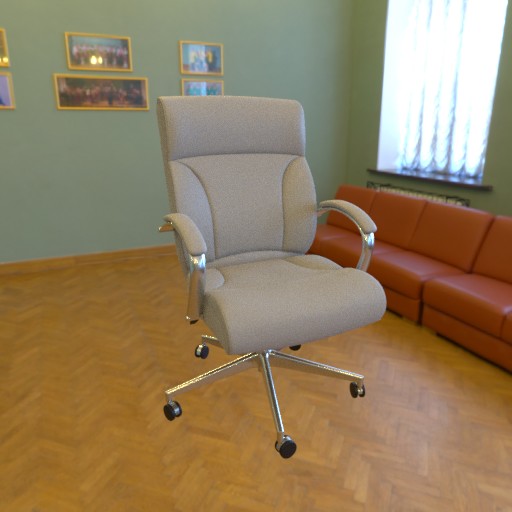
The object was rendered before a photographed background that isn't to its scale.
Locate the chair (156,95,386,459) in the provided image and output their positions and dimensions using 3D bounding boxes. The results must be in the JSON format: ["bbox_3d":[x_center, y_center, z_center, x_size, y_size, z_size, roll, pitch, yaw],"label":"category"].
[{"bbox_3d":[0.000,0.000,1.571,0.727,1.099,0.745,-8,18,-25],"label":"chair"}]
